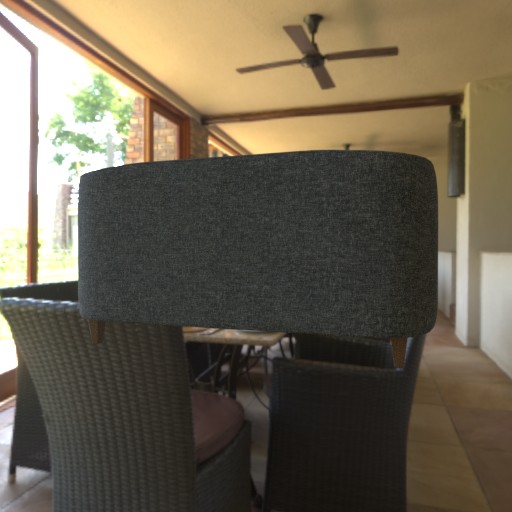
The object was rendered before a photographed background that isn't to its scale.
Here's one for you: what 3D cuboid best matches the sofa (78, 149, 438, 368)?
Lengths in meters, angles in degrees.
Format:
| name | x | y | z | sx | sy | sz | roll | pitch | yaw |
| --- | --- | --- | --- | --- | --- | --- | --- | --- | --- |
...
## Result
| name | x | y | z | sx | sy | sz | roll | pitch | yaw |
| --- | --- | --- | --- | --- | --- | --- | --- | --- | --- |
| sofa | 0.000 | 0.000 | 2.292 | 1.733 | 0.855 | 0.941 | 0 | 1 | 18 |
